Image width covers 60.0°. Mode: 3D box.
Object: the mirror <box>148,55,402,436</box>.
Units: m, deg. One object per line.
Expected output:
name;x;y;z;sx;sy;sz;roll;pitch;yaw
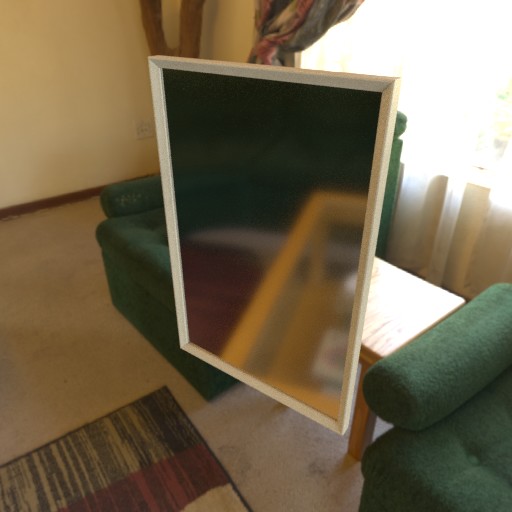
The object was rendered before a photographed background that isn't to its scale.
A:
mirror;0.000;0.000;1.149;0.609;0.915;0.041;20;35;30
